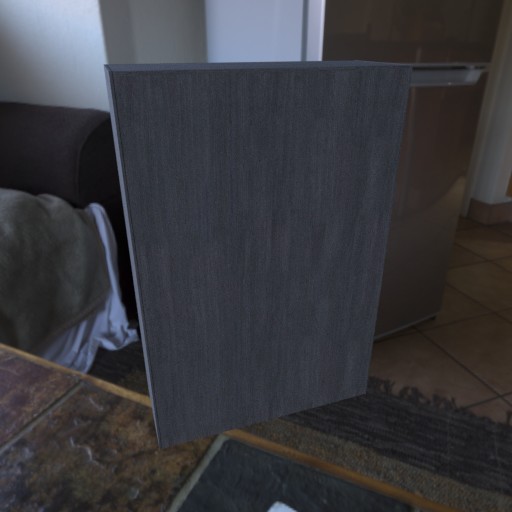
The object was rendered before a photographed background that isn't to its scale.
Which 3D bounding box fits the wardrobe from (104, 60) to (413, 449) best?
[{"bbox_3d":[0.000,0.000,2.406,1.290,1.910,0.510,-9,27,-17],"label":"wardrobe"}]
